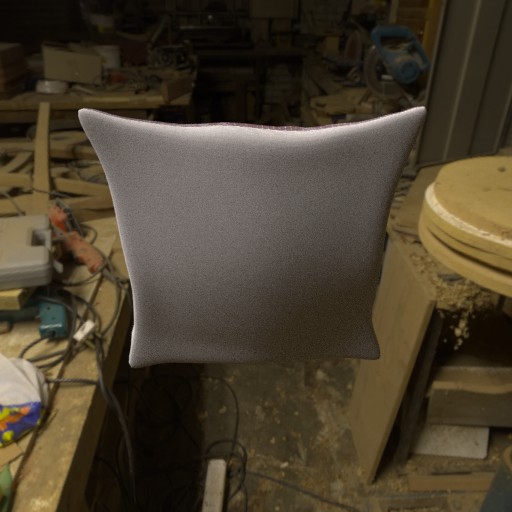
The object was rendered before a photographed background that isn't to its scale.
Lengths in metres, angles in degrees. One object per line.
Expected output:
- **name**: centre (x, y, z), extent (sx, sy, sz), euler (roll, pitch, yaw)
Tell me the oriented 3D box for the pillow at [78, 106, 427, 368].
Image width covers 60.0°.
- **pillow**: centre (0.000, 0.000, 0.784), extent (0.514, 0.513, 0.163), euler (-1, 31, -2)
